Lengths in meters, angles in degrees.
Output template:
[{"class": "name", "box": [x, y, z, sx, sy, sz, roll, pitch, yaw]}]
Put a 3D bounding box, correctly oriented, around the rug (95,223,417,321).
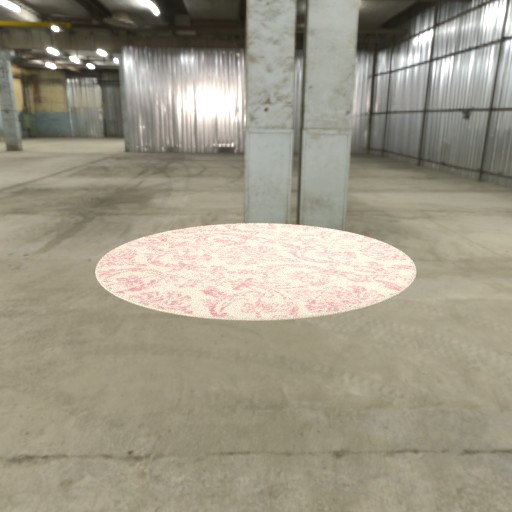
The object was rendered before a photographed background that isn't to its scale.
[{"class": "rug", "box": [0.000, 0.000, 2.326, 1.593, 0.012, 1.593, 0, 16, 0]}]
